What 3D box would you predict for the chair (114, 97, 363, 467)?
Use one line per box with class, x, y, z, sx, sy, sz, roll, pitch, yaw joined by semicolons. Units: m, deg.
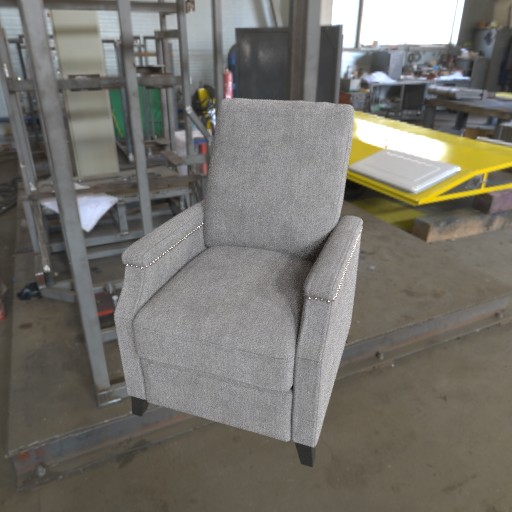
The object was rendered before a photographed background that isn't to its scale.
chair;0.000;0.000;1.673;0.710;1.049;0.922;9;28;17
